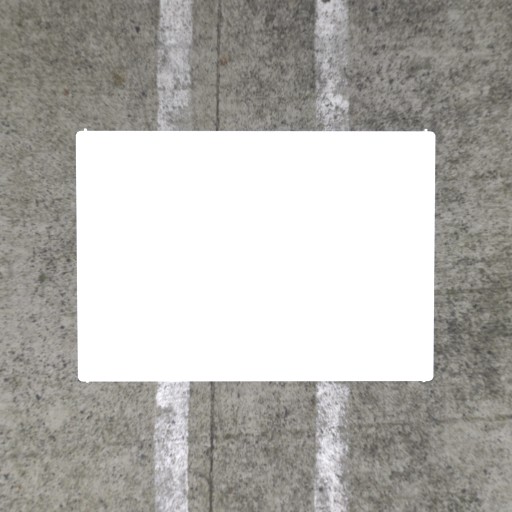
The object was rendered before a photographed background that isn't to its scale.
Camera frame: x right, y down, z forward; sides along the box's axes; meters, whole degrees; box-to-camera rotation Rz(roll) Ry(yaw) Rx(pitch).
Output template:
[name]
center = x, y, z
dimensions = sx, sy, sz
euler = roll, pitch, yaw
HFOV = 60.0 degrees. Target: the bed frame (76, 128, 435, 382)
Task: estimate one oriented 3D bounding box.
[bed frame]
center = 0.000, 0.000, 2.598
dimensions = 1.945, 0.497, 1.445
euler = 0, 91, 0
